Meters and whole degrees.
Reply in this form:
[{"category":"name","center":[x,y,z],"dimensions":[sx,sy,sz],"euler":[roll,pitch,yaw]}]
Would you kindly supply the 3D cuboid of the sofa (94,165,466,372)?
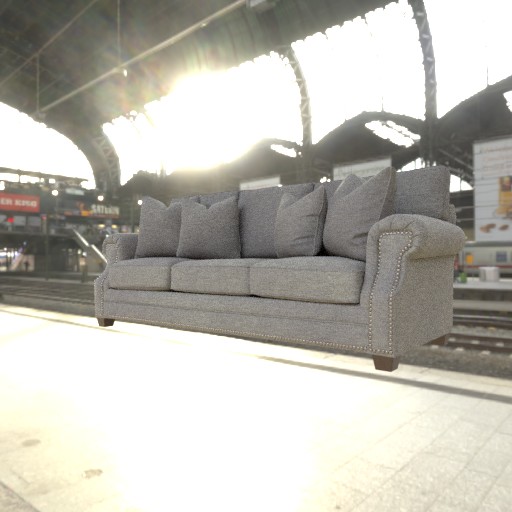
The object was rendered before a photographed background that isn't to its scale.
[{"category":"sofa","center":[0.000,0.000,2.806],"dimensions":[2.312,0.975,0.965],"euler":[-1,-1,38]}]
